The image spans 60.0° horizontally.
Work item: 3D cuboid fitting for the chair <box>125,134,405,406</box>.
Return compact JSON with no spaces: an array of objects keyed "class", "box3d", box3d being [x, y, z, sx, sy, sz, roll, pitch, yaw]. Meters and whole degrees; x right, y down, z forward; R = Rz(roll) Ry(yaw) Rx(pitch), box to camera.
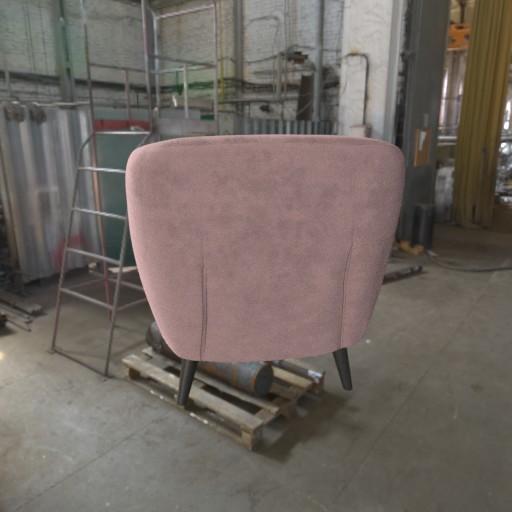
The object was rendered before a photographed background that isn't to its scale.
[{"class":"chair","box3d":[0.000,0.000,1.553,0.840,0.820,0.820,-2,15,-9]}]
